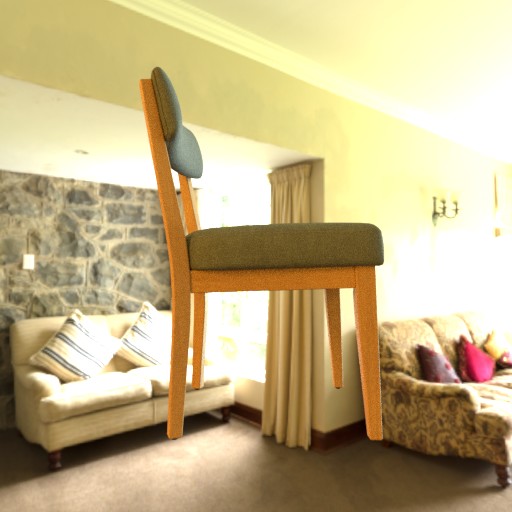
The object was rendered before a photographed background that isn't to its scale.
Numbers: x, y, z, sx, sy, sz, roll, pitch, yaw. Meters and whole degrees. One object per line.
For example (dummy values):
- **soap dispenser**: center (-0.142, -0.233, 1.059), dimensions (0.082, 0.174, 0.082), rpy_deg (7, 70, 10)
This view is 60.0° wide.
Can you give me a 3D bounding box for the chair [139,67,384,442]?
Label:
- **chair**: center (0.000, 0.000, 1.207), dimensions (0.572, 0.832, 0.508), rpy_deg (0, -2, 0)
